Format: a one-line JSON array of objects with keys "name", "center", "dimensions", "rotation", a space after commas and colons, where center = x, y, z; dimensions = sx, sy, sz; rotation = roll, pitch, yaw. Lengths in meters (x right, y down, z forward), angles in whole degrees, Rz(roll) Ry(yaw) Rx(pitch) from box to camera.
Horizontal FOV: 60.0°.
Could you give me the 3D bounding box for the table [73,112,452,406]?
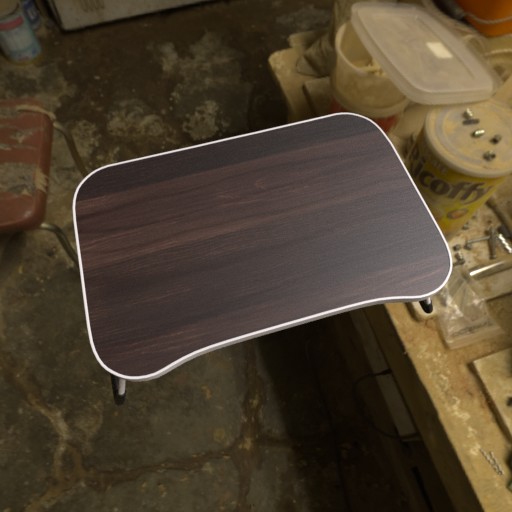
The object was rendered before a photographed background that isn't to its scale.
[{"name": "table", "center": [0.000, 0.000, 0.858], "dimensions": [0.660, 0.232, 0.400], "rotation": [-15, 64, -7]}]
